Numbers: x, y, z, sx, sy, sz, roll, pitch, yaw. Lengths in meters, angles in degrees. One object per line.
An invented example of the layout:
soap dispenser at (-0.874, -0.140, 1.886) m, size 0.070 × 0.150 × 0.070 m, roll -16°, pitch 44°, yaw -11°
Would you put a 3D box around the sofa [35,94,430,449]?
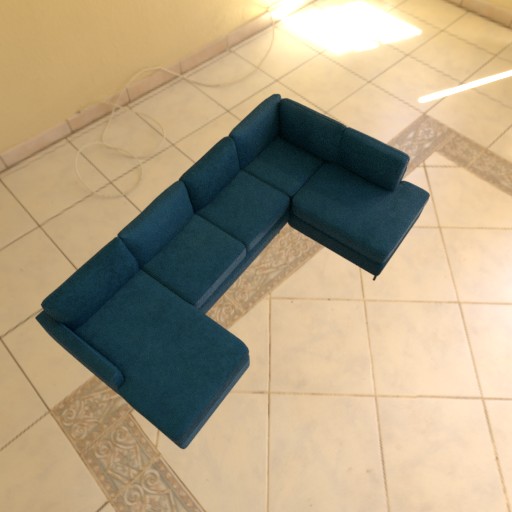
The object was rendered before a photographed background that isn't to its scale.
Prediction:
sofa at (0.000, 0.000, 4.256) m, size 2.055 × 0.992 × 3.434 m, roll 32°, pitch 63°, yaw 19°
